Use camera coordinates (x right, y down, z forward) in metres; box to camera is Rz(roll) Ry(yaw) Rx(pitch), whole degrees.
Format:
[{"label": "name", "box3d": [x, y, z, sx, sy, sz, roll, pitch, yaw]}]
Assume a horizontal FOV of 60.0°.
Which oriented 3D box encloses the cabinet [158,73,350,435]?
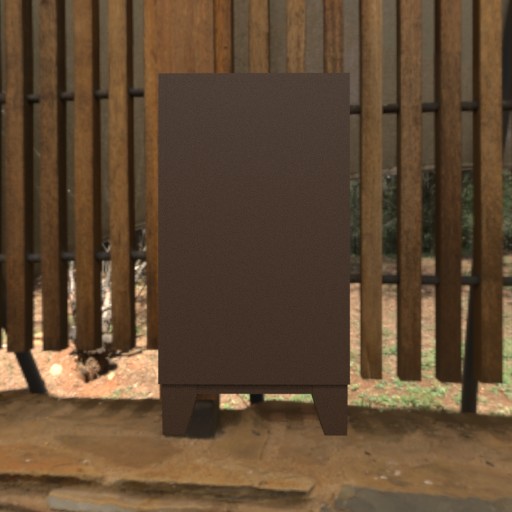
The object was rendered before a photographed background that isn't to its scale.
[{"label": "cabinet", "box3d": [0.000, 0.000, 1.810, 0.482, 0.914, 1.396, 0, 0, 0]}]
